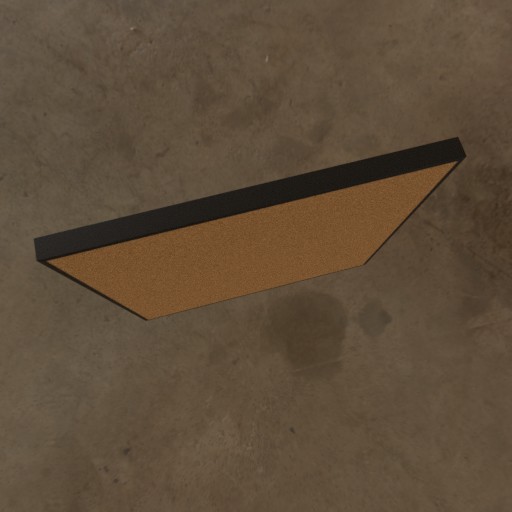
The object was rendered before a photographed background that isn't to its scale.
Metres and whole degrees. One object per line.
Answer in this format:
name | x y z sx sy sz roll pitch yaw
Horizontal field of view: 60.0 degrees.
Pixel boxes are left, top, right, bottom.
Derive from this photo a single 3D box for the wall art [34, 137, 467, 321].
wall art | 0.000 0.000 0.761 0.513 0.511 0.028 -14 75 -4
